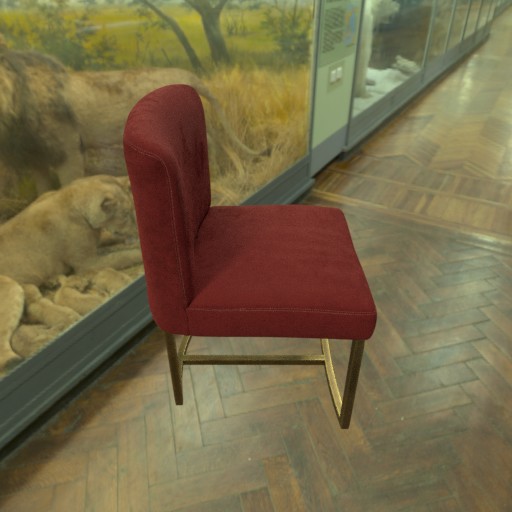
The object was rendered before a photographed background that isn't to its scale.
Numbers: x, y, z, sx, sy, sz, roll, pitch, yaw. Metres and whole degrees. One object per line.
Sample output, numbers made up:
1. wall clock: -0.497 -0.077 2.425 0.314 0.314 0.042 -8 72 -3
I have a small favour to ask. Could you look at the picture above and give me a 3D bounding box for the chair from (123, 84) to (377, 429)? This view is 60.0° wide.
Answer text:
1. chair: 0.000 0.000 1.208 0.560 0.824 0.530 0 33 0
